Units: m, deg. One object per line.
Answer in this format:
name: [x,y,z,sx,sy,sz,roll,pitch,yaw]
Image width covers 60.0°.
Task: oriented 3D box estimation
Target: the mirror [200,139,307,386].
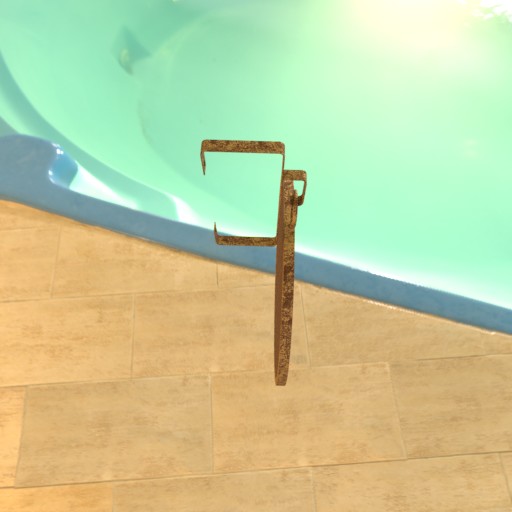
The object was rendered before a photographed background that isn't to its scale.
mirror: [0.000,0.000,0.860,0.144,0.651,0.447,2,65,1]
